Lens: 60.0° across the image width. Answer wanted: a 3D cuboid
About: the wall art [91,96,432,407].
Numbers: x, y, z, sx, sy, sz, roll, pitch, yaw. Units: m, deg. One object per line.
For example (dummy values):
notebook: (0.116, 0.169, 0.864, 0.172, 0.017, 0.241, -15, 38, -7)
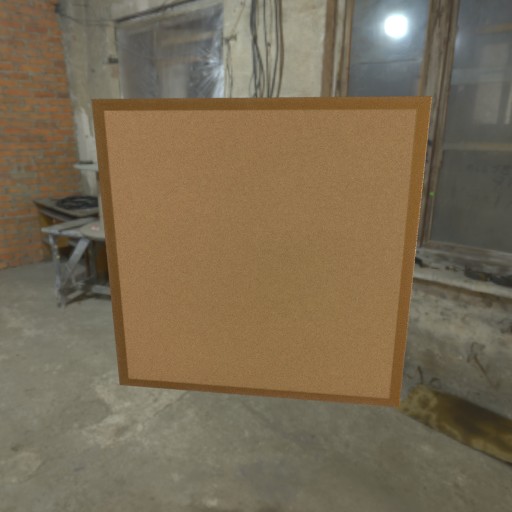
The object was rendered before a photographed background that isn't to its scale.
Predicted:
wall art: (0.000, 0.000, 0.455, 0.306, 0.305, 0.038, 2, 17, 7)
